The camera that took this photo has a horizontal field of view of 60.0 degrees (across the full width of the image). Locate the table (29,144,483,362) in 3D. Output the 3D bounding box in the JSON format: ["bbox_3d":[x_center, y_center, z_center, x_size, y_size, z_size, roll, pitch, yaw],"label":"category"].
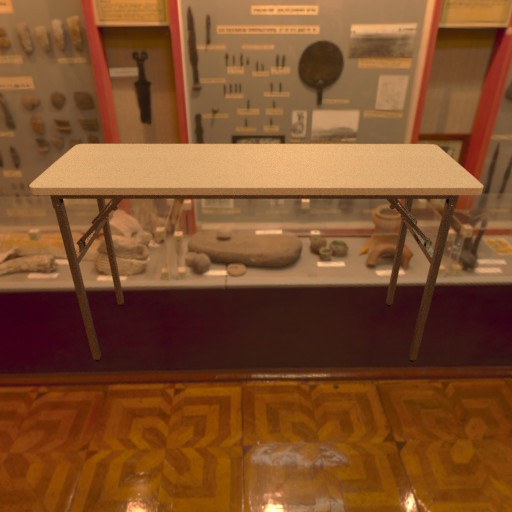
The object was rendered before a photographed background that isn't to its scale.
[{"bbox_3d":[0.000,0.000,1.725,1.397,0.750,0.446,0,31,0],"label":"table"}]
